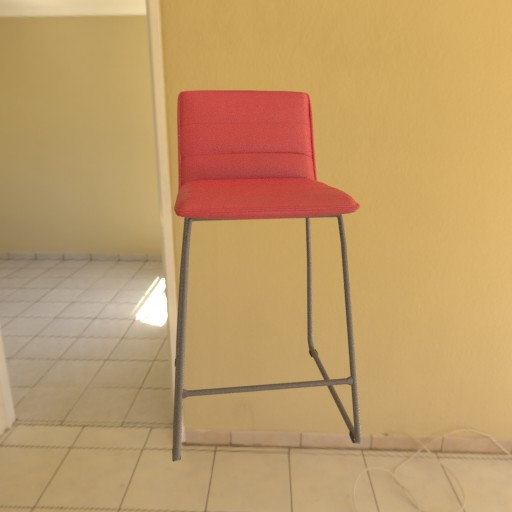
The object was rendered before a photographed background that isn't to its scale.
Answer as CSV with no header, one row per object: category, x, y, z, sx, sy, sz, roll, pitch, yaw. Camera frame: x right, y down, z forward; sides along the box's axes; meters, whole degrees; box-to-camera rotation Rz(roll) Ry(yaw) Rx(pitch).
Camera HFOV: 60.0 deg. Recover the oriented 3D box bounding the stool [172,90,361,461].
stool,0.000,0.000,1.187,0.489,0.866,0.524,-2,17,-7
